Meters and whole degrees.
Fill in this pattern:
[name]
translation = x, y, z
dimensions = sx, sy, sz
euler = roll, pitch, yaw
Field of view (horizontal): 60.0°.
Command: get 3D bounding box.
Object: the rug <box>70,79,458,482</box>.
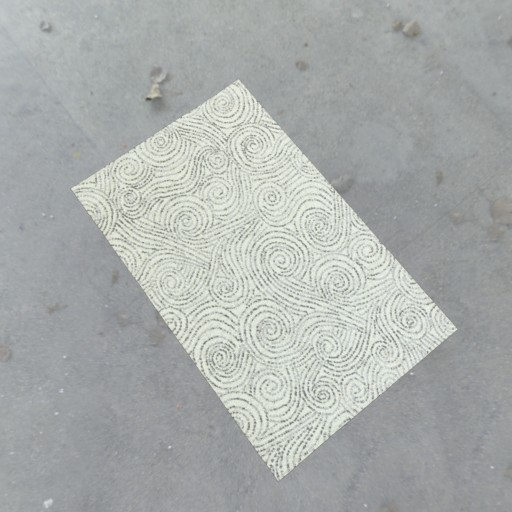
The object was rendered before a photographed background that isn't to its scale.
[rug]
translation = 0.000, 0.000, 3.081
dimensions = 1.524, 0.005, 2.439
euler = -36, 78, -9
